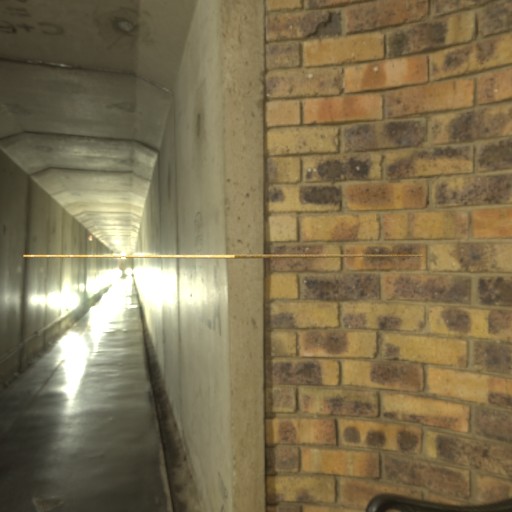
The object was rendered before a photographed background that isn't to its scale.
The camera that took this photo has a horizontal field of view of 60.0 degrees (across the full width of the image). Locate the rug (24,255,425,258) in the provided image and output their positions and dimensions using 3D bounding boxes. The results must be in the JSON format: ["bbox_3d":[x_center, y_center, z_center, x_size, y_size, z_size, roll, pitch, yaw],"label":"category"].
[{"bbox_3d":[0.000,0.000,2.324,1.213,0.010,1.829,0,0,37],"label":"rug"}]
